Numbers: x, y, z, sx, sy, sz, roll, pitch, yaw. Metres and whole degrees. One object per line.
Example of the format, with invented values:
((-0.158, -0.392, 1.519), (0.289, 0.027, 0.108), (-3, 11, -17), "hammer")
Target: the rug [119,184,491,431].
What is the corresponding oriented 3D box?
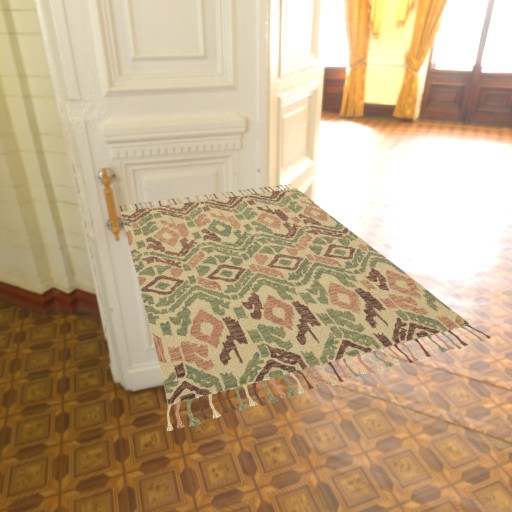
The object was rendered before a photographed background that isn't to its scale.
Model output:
((0.000, 0.000, 2.224), (1.219, 0.010, 1.829), (-10, 30, -18), "rug")
